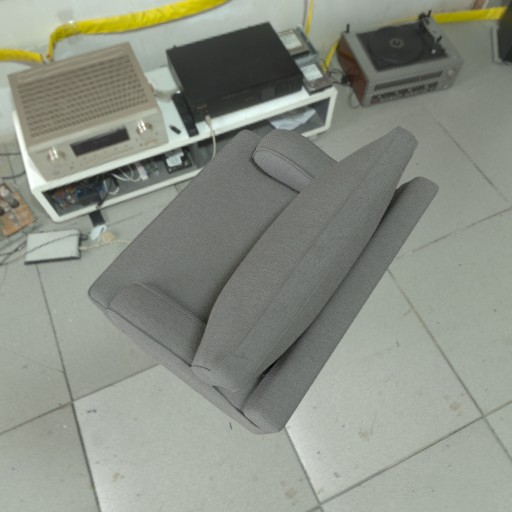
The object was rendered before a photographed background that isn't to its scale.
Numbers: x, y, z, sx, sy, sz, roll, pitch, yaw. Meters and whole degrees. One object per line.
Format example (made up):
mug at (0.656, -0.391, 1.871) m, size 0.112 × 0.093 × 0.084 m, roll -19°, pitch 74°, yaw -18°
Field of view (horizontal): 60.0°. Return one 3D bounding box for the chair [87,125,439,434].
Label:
chair at (0.000, 0.000, 2.022) m, size 1.041 × 1.016 × 1.220 m, roll 33°, pitch 68°, yaw 15°
